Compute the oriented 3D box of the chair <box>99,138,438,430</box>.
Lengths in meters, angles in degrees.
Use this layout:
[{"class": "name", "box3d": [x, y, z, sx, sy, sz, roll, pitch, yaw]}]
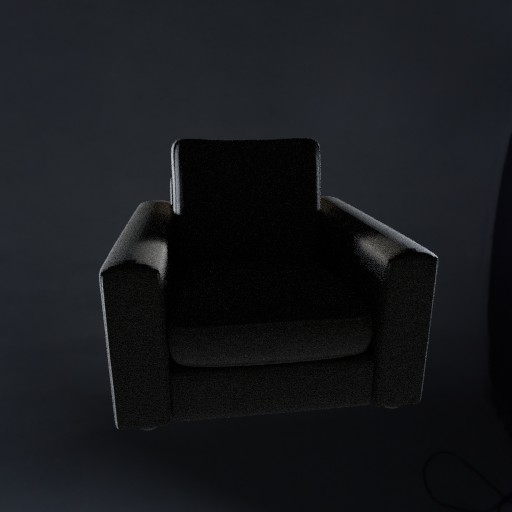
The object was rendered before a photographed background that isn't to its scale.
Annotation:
[{"class": "chair", "box3d": [0.000, 0.000, 1.748, 1.005, 0.873, 1.016, -2, 18, -7]}]
